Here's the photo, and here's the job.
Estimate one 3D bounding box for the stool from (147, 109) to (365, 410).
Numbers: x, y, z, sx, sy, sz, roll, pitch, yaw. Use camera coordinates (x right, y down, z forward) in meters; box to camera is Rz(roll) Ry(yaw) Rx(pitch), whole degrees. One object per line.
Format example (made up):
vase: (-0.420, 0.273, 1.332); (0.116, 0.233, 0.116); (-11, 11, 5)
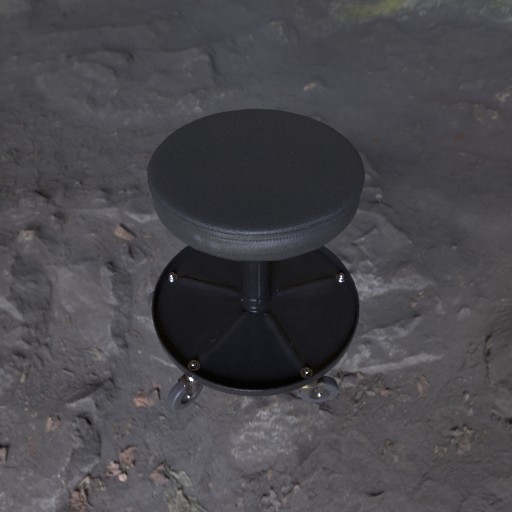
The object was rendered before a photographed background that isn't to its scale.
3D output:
stool: (0.000, 0.000, 0.693); (0.381, 0.365, 0.382); (-17, 49, -15)
